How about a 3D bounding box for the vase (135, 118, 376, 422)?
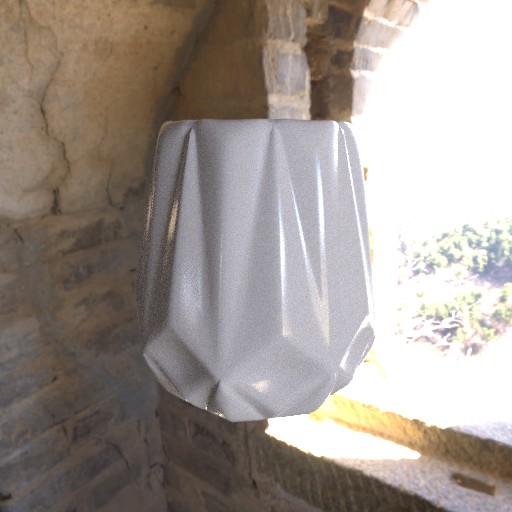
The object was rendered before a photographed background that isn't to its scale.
[{"bbox_3d":[0.000,0.000,0.261,0.141,0.152,0.141,0,15,0],"label":"vase"}]
